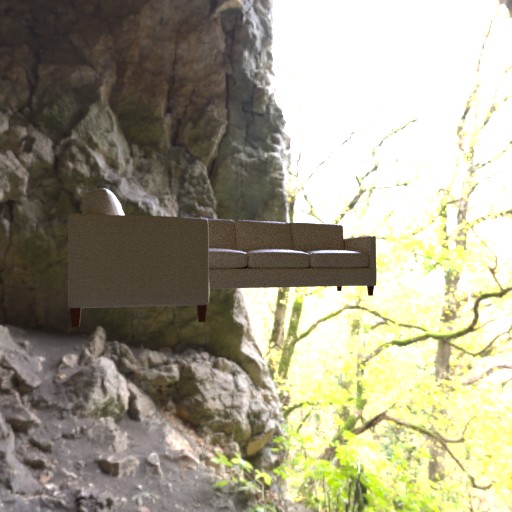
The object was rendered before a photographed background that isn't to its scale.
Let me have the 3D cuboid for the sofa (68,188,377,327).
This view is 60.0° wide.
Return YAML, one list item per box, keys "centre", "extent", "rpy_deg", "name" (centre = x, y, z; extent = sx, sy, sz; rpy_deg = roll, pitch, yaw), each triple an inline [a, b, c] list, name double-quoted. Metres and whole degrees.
- centre: [0.000, 0.000, 4.516]
  extent: [3.302, 0.947, 2.593]
  rpy_deg: [0, 0, -17]
  name: "sofa"
